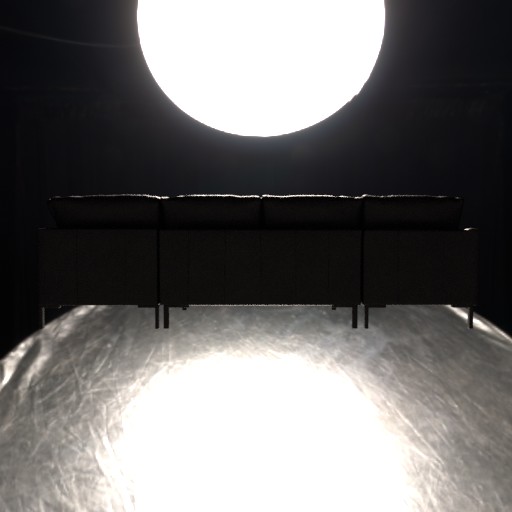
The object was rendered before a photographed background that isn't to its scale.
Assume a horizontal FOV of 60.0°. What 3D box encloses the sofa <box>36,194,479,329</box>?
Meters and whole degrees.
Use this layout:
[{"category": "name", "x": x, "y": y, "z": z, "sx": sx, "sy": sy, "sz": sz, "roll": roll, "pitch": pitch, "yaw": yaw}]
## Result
[{"category": "sofa", "x": 0.000, "y": 0.000, "z": 3.861, "sx": 2.956, "sy": 0.900, "sz": 1.939, "roll": 0, "pitch": 2, "yaw": 0}]
